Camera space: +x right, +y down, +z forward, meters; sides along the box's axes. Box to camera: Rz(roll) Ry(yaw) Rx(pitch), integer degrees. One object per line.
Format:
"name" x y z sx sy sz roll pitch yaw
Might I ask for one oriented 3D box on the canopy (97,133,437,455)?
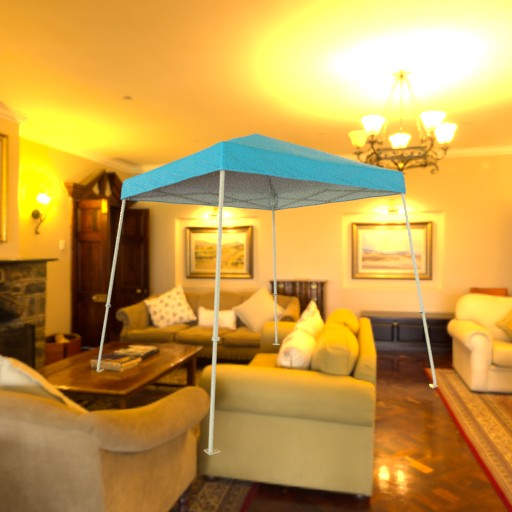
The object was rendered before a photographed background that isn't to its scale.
"canopy" 0.000 0.000 5.172 2.849 2.850 2.850 0 0 -35
